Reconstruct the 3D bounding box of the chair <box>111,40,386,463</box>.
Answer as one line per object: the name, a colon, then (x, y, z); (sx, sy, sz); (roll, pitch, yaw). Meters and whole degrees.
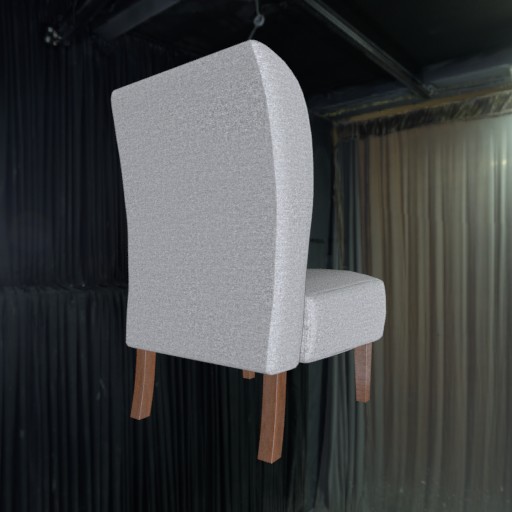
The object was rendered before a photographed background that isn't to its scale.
chair: (0.000, 0.000, 1.170); (0.513, 0.804, 0.592); (0, 0, 36)
